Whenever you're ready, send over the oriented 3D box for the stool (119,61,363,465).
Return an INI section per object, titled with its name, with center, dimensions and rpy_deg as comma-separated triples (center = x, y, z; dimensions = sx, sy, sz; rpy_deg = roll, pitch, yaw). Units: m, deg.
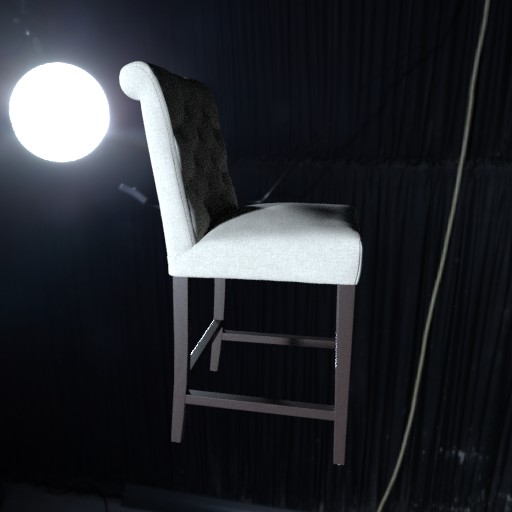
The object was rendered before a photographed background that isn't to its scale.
[stool]
center = 0.000, 0.000, 1.335
dimensions = 0.601, 1.040, 0.493
rpy_deg = 3, 16, 10
